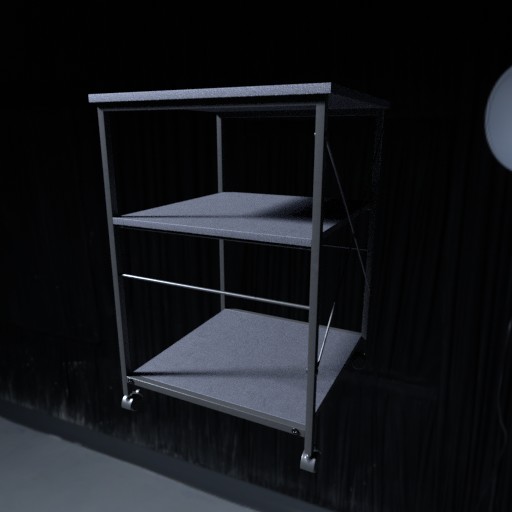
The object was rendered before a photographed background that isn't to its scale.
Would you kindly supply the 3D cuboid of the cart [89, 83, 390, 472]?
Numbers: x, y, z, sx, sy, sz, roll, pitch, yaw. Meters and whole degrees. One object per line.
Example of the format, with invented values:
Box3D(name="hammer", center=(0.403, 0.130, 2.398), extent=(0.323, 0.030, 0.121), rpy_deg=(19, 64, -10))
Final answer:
Box3D(name="cart", center=(0.000, 0.000, 1.137), extent=(0.520, 0.762, 0.521), rpy_deg=(8, 17, 25))
